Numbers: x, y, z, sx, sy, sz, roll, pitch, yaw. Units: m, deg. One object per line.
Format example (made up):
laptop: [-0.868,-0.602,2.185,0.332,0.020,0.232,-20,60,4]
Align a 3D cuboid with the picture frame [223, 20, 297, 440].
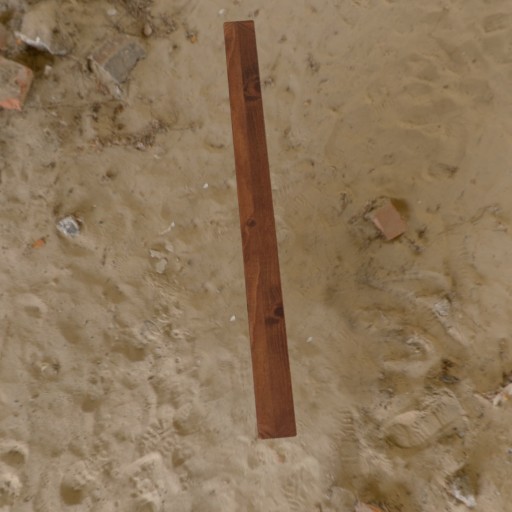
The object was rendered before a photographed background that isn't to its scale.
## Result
picture frame: [0.000,0.000,0.531,0.028,0.356,0.352,-5,77,-1]
